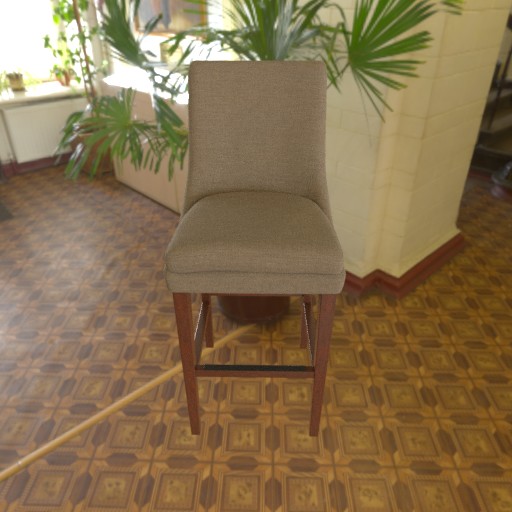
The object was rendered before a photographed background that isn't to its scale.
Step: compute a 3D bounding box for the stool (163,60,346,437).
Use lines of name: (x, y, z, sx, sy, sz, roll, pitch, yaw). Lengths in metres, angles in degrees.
stool: (0.000, 0.000, 1.401, 0.470, 1.078, 0.577, 0, 31, 1)
